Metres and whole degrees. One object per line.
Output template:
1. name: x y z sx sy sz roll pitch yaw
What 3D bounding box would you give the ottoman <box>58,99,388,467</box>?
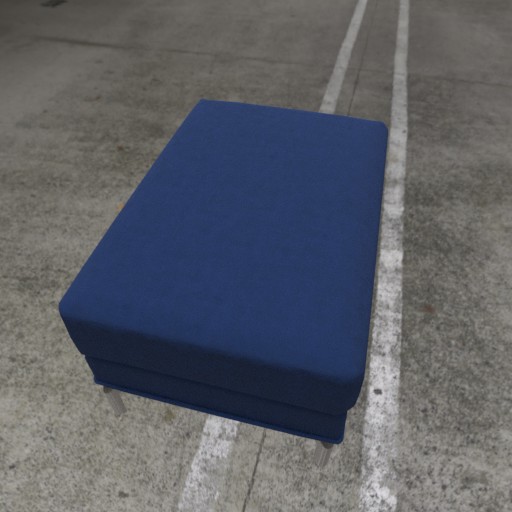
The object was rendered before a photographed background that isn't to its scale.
1. ottoman: 0.000 0.000 1.189 0.587 0.498 0.835 11 48 10
